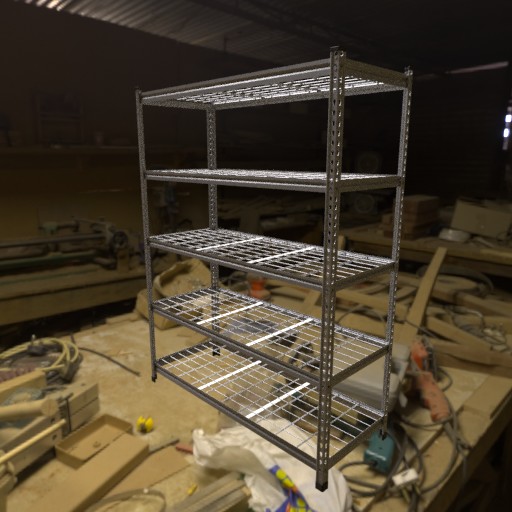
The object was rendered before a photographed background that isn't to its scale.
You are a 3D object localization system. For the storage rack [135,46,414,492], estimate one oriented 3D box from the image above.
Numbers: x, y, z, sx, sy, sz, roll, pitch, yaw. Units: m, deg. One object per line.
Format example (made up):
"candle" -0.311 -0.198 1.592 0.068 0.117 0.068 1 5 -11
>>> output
"storage rack" 0.000 0.000 2.636 0.610 1.981 1.524 -12 18 -43
